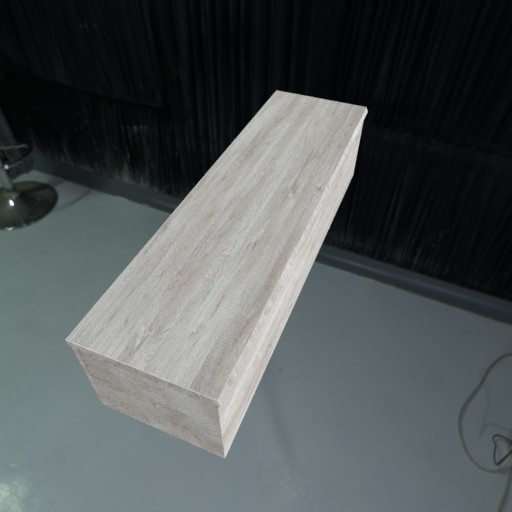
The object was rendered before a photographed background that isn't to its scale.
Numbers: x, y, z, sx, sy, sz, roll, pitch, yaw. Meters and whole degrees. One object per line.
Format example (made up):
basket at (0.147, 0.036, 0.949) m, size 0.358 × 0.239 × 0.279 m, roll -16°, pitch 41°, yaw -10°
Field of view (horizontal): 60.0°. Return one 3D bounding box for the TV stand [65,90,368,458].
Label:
TV stand at (0.000, 0.000, 1.556) m, size 0.401 × 0.565 × 1.313 m, roll 17°, pitch 48°, yaw 16°
